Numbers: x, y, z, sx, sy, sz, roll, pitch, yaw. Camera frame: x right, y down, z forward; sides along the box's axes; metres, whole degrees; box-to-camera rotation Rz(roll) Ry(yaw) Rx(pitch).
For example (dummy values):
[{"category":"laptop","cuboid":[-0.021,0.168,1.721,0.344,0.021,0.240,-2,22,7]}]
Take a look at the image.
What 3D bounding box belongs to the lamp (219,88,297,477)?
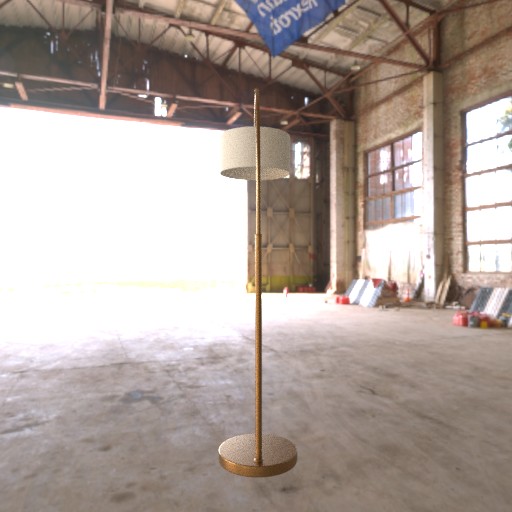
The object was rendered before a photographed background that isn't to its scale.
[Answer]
[{"category":"lamp","cuboid":[0.000,0.000,2.635,0.493,1.927,1.434,0,-1,-1]}]
